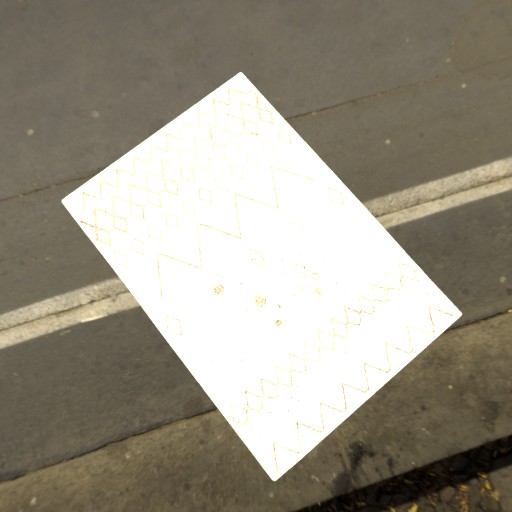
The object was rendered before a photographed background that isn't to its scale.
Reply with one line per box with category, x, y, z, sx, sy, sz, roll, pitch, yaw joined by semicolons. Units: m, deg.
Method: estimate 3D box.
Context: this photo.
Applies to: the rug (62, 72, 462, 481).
rug;0.000;0.000;2.348;1.260;0.009;1.820;-38;80;-8
